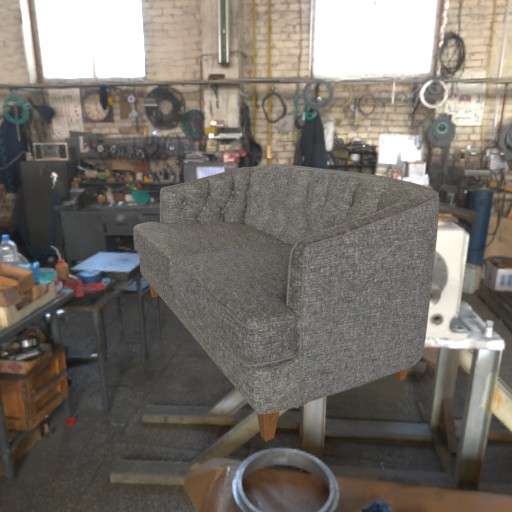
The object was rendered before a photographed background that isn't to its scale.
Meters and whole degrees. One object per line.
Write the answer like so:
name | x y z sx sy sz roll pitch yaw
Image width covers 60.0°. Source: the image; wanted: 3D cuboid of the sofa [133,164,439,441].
sofa | 0.000 0.000 2.290 0.941 0.855 1.733 -8 17 -26
